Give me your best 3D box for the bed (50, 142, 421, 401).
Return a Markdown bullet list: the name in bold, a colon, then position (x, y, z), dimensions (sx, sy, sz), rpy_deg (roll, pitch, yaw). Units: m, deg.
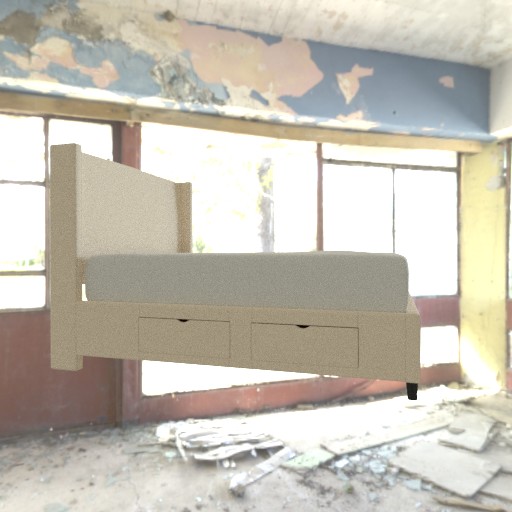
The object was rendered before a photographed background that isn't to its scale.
- **bed**: position (0.000, 0.000, 3.403), dimensions (2.280, 1.471, 1.765), rpy_deg (0, 1, 17)
